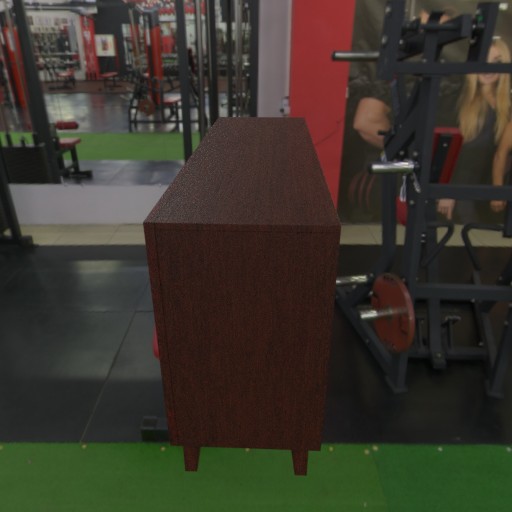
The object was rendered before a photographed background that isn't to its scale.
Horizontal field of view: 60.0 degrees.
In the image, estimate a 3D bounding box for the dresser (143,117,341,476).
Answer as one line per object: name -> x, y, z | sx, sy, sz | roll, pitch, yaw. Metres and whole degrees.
dresser -> 0.000, 0.000, 2.023 | 0.499, 0.971, 1.609 | 1, 26, 2
